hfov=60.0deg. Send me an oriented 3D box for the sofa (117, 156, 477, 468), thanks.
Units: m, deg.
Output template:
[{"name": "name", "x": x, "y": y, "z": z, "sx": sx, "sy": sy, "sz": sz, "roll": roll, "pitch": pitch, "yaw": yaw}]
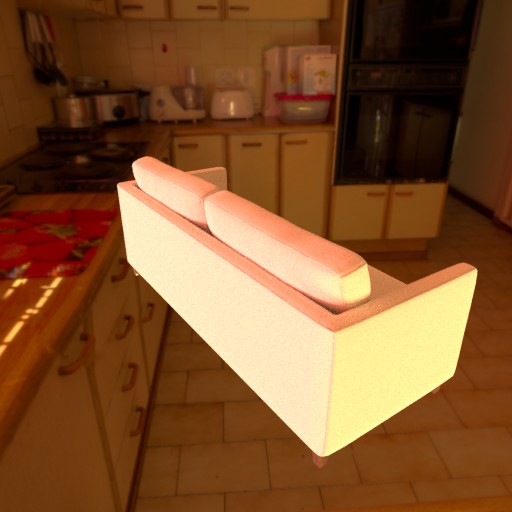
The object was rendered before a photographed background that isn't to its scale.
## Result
[{"name": "sofa", "x": 0.000, "y": 0.000, "z": 2.794, "sx": 0.951, "sy": 0.962, "sz": 2.361, "roll": -16, "pitch": 30, "yaw": -31}]
